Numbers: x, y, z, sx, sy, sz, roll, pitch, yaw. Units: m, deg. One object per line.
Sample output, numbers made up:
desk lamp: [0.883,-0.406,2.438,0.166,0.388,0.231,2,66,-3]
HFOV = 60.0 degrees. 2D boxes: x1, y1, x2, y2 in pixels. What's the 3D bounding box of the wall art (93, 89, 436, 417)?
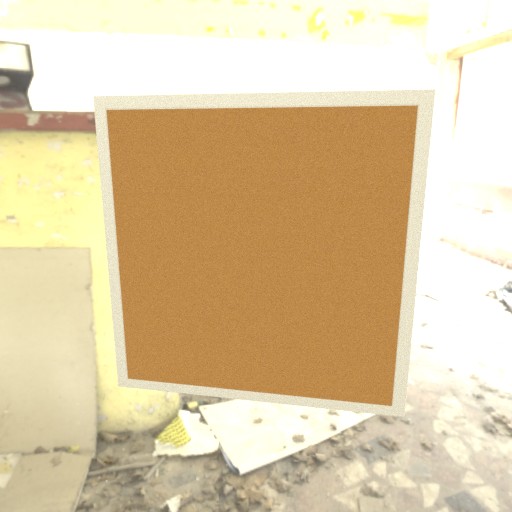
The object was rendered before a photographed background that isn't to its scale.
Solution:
wall art: [0.000,0.000,0.444,0.305,0.305,0.037,3,15,10]
